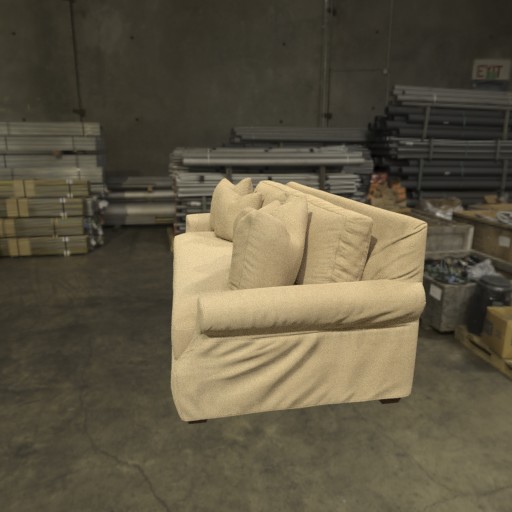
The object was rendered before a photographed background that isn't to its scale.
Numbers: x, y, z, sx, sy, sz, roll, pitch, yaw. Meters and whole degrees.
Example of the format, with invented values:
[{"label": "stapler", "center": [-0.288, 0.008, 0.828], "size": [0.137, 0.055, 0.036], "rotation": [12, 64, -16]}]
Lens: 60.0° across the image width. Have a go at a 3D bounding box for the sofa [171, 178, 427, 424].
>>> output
[{"label": "sofa", "center": [0.000, 0.000, 2.805], "size": [1.067, 0.904, 2.285], "rotation": [-2, 14, -10]}]
